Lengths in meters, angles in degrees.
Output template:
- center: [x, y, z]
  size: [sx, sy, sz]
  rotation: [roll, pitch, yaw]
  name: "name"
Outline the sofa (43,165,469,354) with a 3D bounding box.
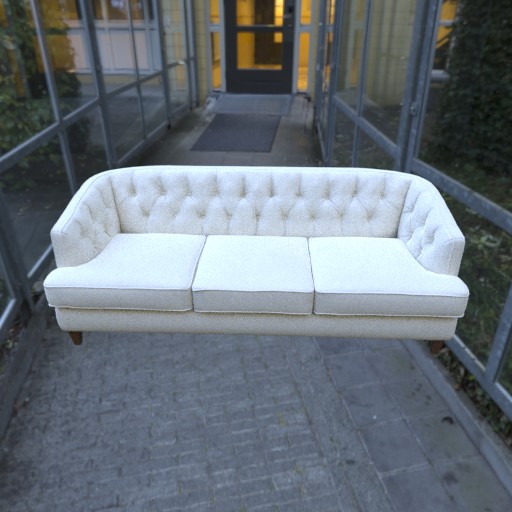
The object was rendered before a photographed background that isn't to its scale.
- center: [0.000, 0.000, 2.730]
  size: [2.278, 0.855, 0.941]
  rotation: [1, 29, 2]
  name: "sofa"
